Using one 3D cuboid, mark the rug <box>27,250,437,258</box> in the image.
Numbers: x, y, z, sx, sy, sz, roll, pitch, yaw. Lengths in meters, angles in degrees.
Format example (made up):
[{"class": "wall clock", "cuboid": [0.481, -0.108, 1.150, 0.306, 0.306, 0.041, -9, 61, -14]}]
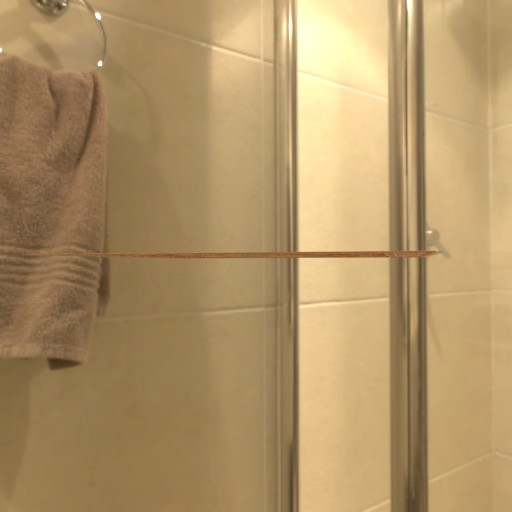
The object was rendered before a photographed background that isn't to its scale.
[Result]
[{"class": "rug", "cuboid": [0.000, 0.000, 4.229, 3.143, 0.008, 2.451, 0, -1, 18]}]
